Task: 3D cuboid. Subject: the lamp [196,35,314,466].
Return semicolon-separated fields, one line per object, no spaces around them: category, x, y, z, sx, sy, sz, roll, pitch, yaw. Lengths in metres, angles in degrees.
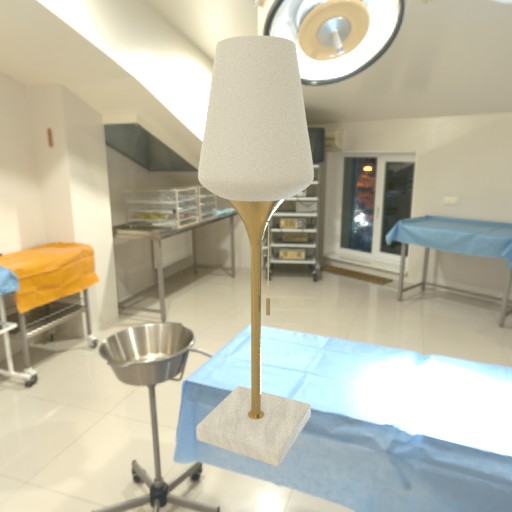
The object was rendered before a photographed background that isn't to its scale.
lamp;0.000;0.000;0.727;0.181;0.639;0.181;6;15;25
